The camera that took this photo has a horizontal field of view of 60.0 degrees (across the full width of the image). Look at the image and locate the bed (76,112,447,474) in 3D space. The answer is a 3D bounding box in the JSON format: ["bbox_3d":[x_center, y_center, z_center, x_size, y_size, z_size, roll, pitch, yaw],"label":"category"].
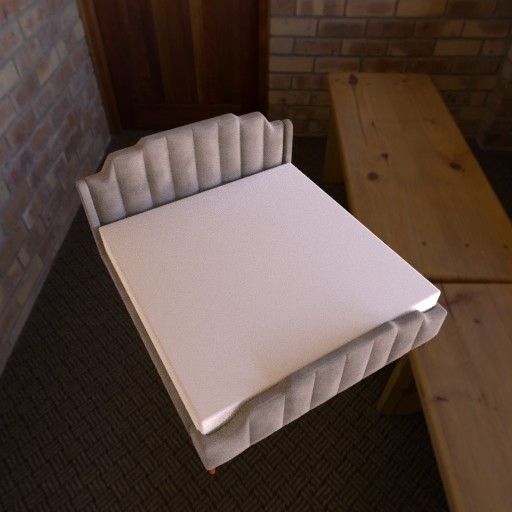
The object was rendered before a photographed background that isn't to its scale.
[{"bbox_3d":[0.000,0.000,3.577,2.074,1.245,2.340,-23,49,-21],"label":"bed"}]
